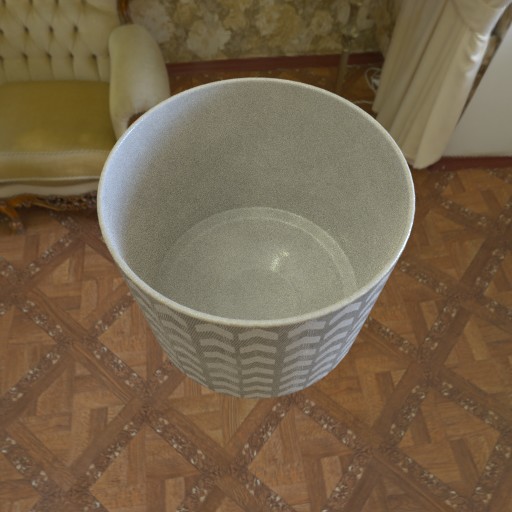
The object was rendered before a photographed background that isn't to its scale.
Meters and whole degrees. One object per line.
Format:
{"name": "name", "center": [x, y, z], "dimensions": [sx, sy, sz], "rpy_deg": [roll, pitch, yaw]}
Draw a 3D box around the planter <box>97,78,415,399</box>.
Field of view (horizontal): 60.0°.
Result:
{"name": "planter", "center": [0.000, 0.000, 0.455], "dimensions": [0.250, 0.239, 0.250], "rpy_deg": [0, 59, 0]}
